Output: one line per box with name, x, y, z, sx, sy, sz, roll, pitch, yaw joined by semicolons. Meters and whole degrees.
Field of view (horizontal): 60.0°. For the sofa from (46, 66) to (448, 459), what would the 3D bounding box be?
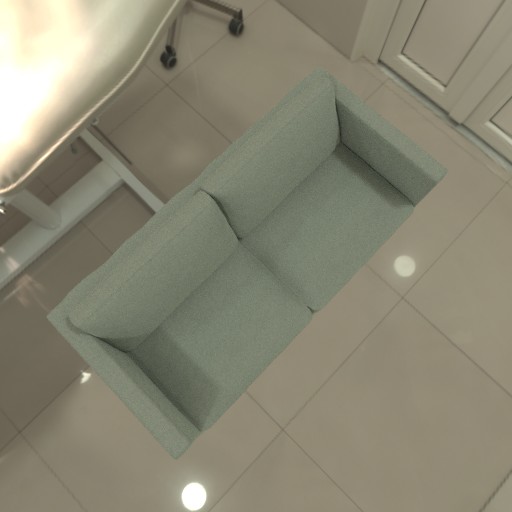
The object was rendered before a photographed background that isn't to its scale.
sofa;0.000;0.000;2.498;0.940;0.870;1.987;43;80;10
